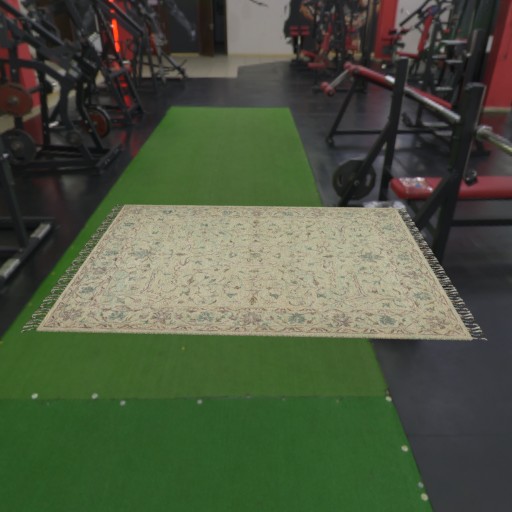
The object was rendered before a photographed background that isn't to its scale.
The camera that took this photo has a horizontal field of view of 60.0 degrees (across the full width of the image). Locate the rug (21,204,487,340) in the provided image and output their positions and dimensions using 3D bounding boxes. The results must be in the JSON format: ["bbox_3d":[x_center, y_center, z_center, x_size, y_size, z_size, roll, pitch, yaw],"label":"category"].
[{"bbox_3d":[0.000,0.000,2.235,1.802,0.008,1.247,1,30,2],"label":"rug"}]
